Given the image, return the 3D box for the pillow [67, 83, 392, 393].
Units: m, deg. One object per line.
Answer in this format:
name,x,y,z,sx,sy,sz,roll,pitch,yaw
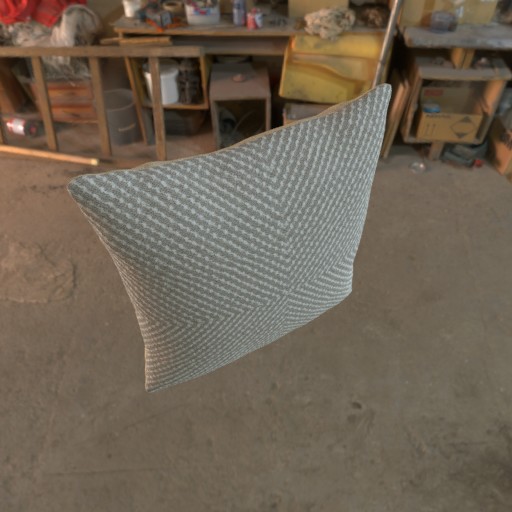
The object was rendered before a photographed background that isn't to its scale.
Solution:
pillow,0.000,0.000,0.711,0.459,0.458,0.181,-23,51,-20
